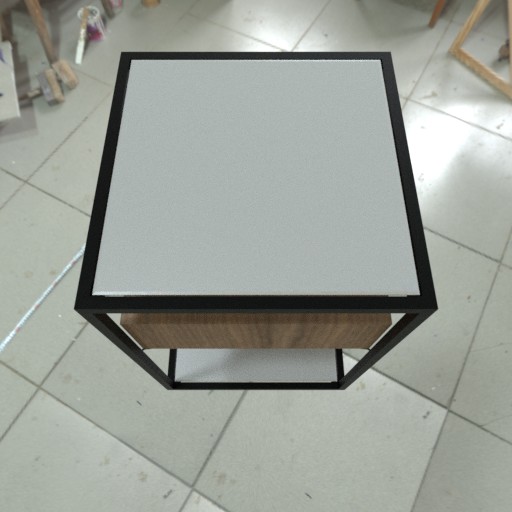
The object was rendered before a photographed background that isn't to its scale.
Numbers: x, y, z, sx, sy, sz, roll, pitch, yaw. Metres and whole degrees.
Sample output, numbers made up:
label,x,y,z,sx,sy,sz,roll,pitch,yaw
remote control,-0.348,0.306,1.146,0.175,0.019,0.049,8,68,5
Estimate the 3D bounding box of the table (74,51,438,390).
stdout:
label,x,y,z,sx,sy,sz,roll,pitch,yaw
table,0.000,0.000,0.784,0.378,0.540,0.378,0,65,0
